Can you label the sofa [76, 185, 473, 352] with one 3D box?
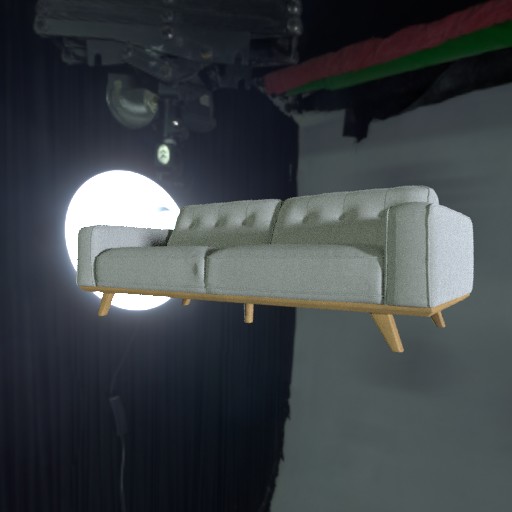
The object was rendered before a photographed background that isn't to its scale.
[{"bbox_3d":[0.000,0.000,2.665,2.270,0.781,0.956,0,0,35],"label":"sofa"}]
